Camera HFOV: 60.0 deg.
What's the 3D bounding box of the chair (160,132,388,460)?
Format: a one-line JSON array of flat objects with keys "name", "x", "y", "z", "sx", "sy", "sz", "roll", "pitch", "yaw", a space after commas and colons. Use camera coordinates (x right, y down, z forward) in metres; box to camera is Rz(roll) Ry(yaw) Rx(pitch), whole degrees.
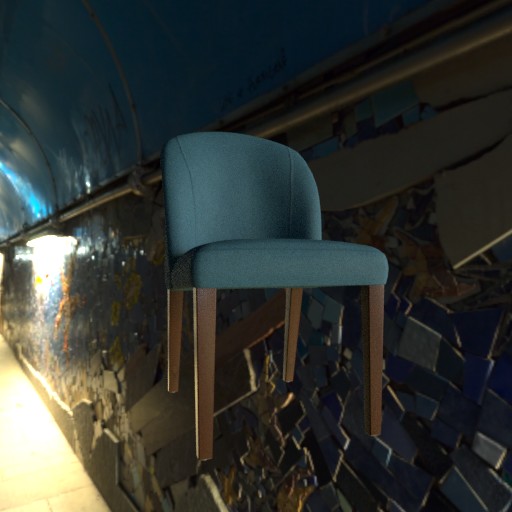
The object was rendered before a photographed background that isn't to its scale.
[{"name": "chair", "x": 0.000, "y": 0.000, "z": 1.280, "sx": 0.507, "sy": 0.879, "sz": 0.620, "roll": 0, "pitch": -1, "yaw": -18}]
